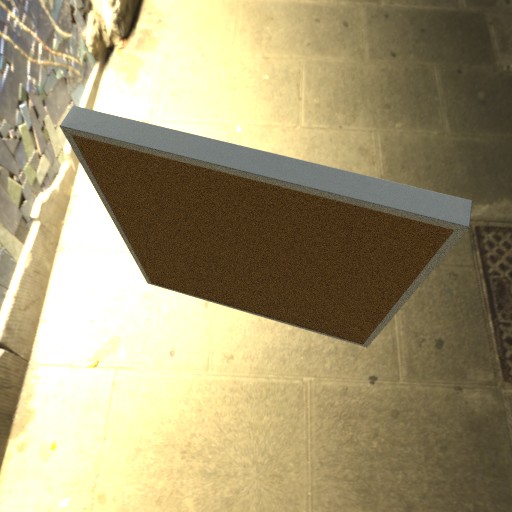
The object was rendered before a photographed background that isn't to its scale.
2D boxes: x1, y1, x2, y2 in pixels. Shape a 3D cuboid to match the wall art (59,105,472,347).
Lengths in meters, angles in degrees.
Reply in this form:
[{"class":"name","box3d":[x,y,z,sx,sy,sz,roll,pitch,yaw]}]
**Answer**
[{"class":"wall art","box3d":[0.000,0.000,0.760,0.508,0.508,0.037,15,64,8]}]
